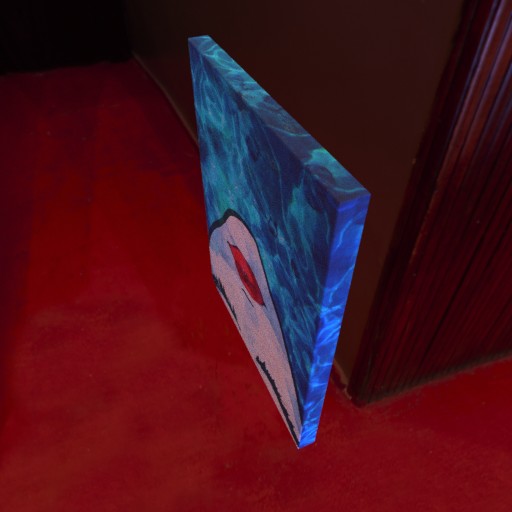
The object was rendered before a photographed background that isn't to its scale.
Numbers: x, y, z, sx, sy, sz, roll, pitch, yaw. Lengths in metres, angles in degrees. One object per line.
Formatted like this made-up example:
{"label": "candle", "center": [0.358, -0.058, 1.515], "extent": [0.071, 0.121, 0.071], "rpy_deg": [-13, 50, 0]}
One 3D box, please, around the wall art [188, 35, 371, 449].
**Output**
{"label": "wall art", "center": [0.000, 0.000, 0.847], "extent": [0.038, 0.635, 0.508], "rpy_deg": [-18, 48, -17]}
